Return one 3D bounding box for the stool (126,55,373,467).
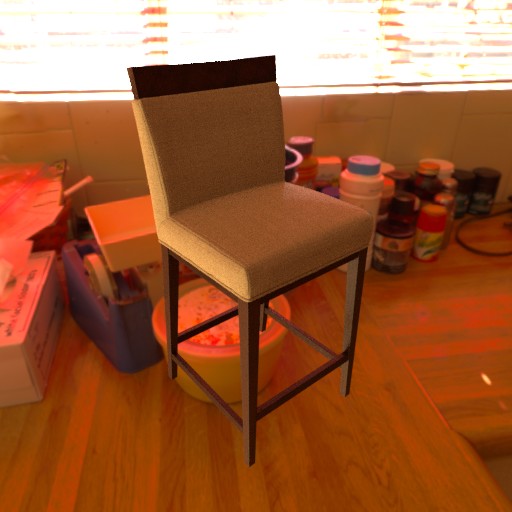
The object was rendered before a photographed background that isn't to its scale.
[{"bbox_3d":[0.000,0.000,1.280,0.463,1.011,0.480,-22,36,-33],"label":"stool"}]
